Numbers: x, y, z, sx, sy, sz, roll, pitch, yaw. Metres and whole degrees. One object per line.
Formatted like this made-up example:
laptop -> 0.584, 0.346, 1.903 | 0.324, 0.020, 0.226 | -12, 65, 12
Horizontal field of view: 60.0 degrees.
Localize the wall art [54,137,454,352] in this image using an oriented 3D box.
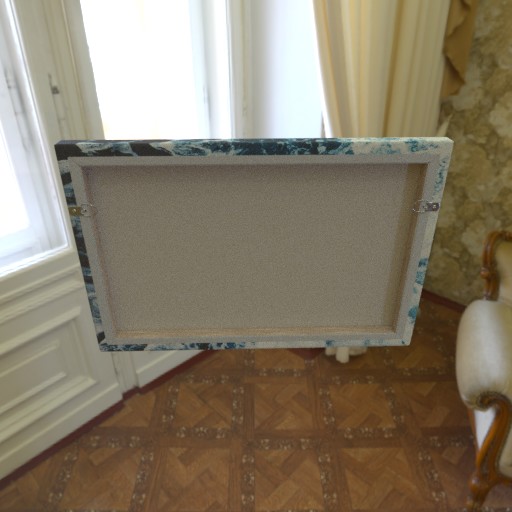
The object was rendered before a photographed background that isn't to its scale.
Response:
wall art -> 0.000, 0.000, 1.173 | 0.915, 0.610, 0.042 | -1, 29, -1
